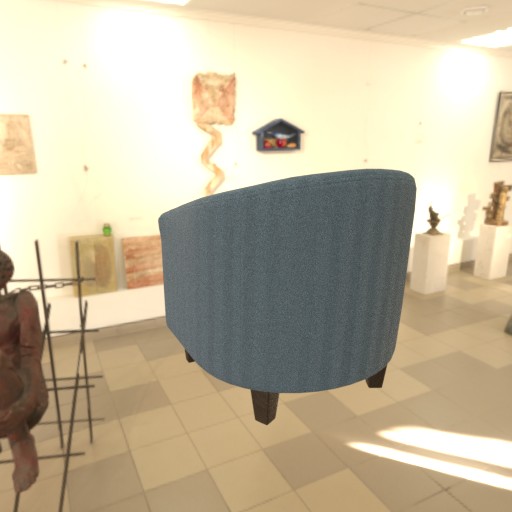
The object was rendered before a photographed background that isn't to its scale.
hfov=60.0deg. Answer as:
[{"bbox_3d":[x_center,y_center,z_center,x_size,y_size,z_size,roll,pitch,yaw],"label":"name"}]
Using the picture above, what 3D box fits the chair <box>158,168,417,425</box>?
[{"bbox_3d":[0.000,0.000,1.767,0.756,0.757,1.288,-8,17,-26],"label":"chair"}]
